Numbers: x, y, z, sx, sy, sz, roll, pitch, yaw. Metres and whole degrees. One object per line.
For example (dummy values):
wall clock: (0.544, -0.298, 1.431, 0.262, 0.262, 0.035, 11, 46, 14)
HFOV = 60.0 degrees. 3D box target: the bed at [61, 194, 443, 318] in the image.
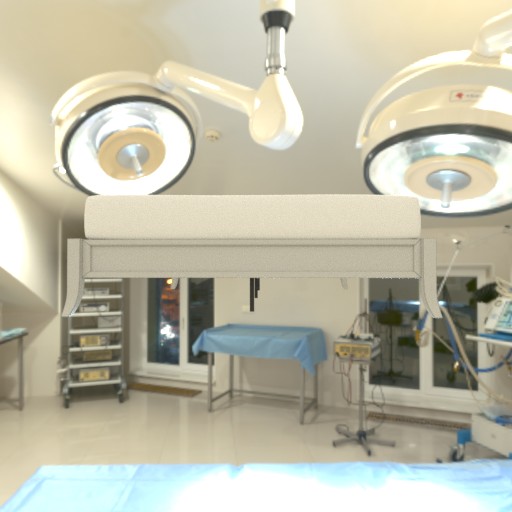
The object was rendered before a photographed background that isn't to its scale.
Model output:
bed: (0.000, 0.000, 2.688, 1.460, 0.510, 1.985, 0, -1, 1)
